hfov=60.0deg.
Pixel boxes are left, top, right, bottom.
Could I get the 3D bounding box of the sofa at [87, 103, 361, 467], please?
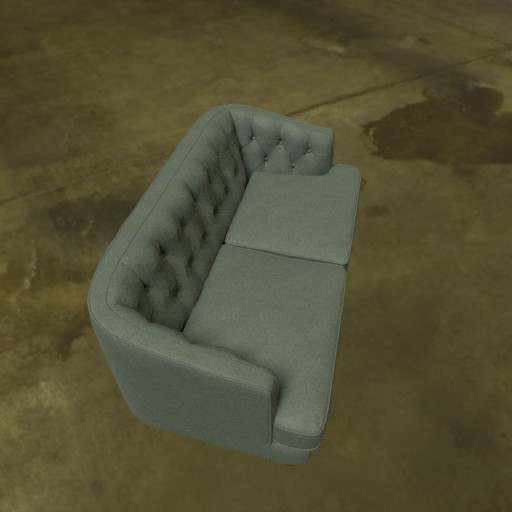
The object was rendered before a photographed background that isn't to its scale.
[{"bbox_3d":[0.000,0.000,2.245,0.941,0.855,1.733,10,46,10],"label":"sofa"}]
